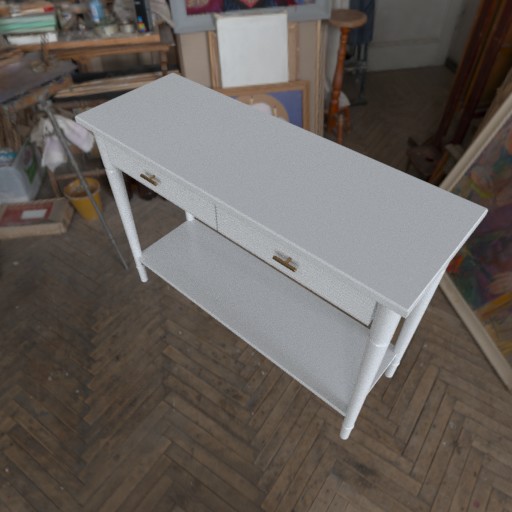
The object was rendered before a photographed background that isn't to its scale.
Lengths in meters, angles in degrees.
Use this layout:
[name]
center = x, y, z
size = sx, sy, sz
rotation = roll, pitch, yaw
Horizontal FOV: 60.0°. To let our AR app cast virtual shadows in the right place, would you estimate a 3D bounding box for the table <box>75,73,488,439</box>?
[table]
center = 0.000, 0.000, 1.417
size = 1.067, 0.749, 0.381
rotation = 32, 54, 27
